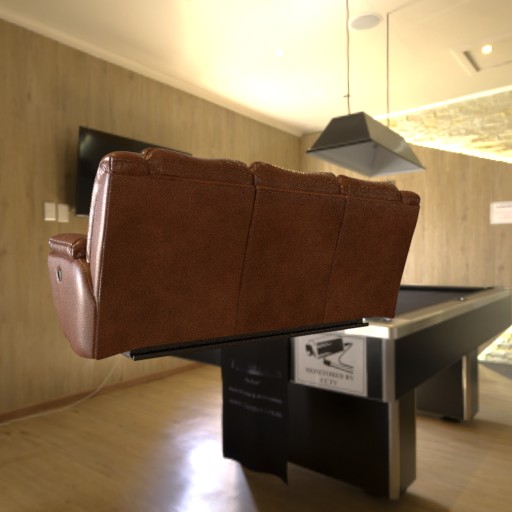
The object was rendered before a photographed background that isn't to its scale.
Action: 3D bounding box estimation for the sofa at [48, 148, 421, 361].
[{"bbox_3d":[0.000,0.000,2.882,2.337,1.043,0.991,0,0,-36],"label":"sofa"}]
